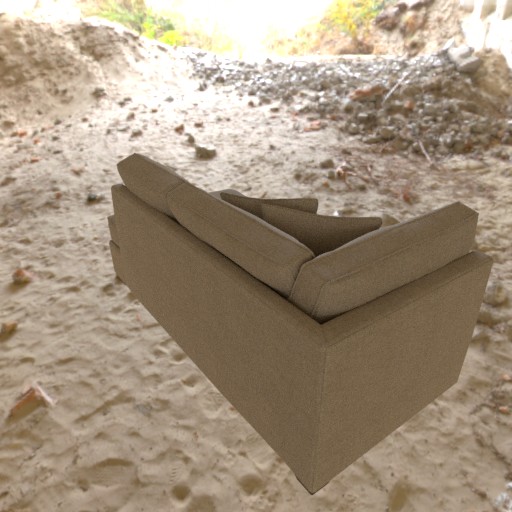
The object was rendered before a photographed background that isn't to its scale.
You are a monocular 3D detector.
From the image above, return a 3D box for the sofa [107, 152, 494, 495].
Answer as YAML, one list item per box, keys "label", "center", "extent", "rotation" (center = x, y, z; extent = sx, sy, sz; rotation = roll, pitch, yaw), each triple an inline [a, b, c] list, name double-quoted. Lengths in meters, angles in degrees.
- label: "sofa"
  center: [0.000, 0.000, 2.648]
  extent: [1.110, 1.019, 2.238]
  rotation: [-19, 34, -31]
